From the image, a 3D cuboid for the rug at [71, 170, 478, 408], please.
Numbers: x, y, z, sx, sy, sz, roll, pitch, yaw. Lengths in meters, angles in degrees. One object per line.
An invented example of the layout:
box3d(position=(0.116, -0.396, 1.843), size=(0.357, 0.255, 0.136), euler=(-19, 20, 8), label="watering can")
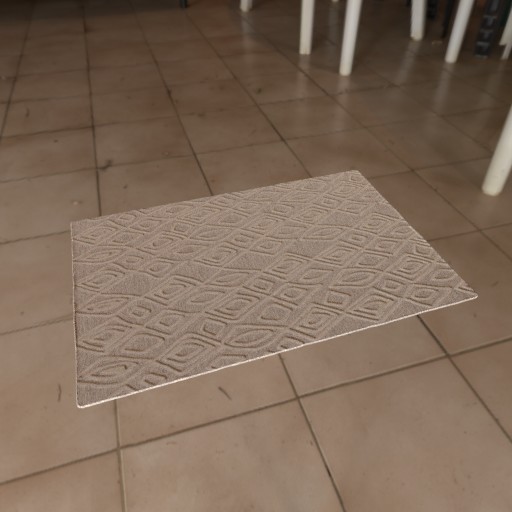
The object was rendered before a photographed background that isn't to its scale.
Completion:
box3d(position=(0.000, 0.000, 2.321), size=(1.832, 0.016, 1.224), euler=(-12, 43, -14), label="rug")
